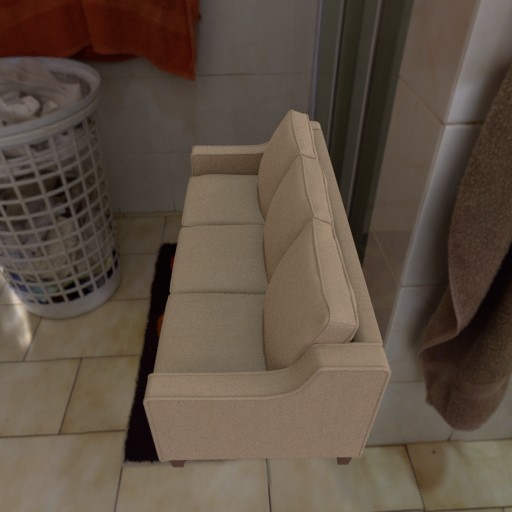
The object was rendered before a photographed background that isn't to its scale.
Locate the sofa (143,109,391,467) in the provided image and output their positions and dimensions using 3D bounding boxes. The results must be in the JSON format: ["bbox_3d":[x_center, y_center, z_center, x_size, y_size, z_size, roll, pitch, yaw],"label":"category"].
[{"bbox_3d":[0.000,0.000,2.488,0.911,0.974,1.986,-1,41,-1],"label":"sofa"}]
